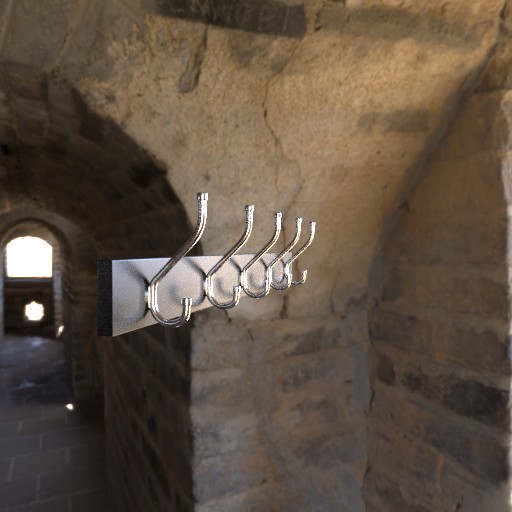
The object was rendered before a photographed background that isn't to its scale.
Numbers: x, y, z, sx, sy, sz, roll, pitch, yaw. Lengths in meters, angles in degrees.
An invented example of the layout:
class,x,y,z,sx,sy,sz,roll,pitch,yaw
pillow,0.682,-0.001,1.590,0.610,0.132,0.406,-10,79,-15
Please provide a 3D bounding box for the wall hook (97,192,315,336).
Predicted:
class,x,y,z,sx,sy,sz,roll,pitch,yaw
wall hook,0.000,0.000,0.608,0.071,0.117,0.571,0,1,19
